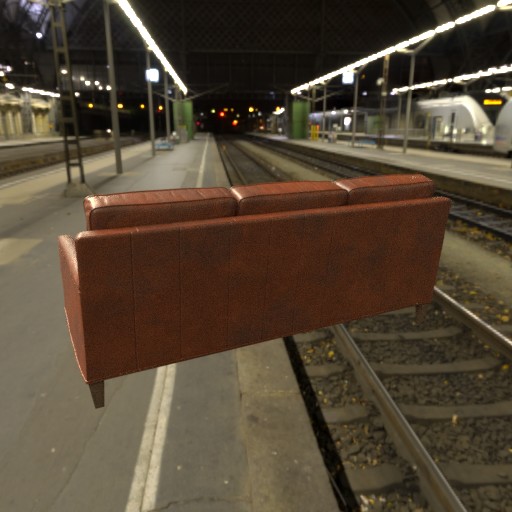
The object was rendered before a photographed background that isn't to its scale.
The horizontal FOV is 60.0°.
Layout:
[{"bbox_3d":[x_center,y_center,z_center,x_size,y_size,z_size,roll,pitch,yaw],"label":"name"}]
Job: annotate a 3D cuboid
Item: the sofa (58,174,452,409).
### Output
[{"bbox_3d":[0.000,0.000,2.788,2.240,1.003,1.084,-8,18,-26],"label":"sofa"}]
